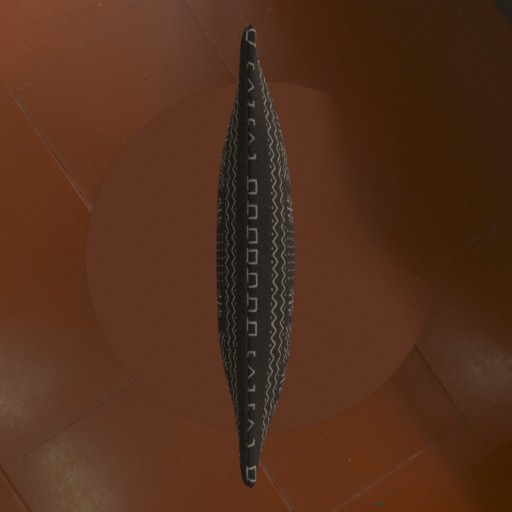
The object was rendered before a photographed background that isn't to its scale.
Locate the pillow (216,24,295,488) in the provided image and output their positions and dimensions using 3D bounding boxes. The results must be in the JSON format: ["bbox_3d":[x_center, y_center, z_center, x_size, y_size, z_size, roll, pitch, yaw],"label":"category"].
[{"bbox_3d":[0.000,0.000,0.779,0.135,0.322,0.667,0,90,1],"label":"pillow"}]
